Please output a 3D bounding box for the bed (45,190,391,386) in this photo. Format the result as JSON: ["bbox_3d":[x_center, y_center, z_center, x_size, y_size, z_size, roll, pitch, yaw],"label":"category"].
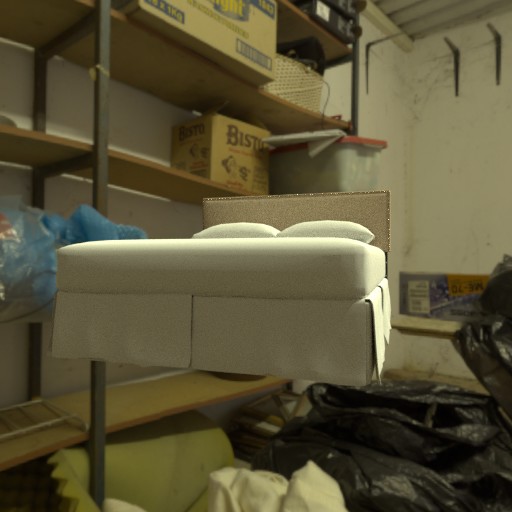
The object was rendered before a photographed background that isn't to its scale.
[{"bbox_3d":[0.000,0.000,2.809,1.616,1.016,1.876,0,0,18],"label":"bed"}]
